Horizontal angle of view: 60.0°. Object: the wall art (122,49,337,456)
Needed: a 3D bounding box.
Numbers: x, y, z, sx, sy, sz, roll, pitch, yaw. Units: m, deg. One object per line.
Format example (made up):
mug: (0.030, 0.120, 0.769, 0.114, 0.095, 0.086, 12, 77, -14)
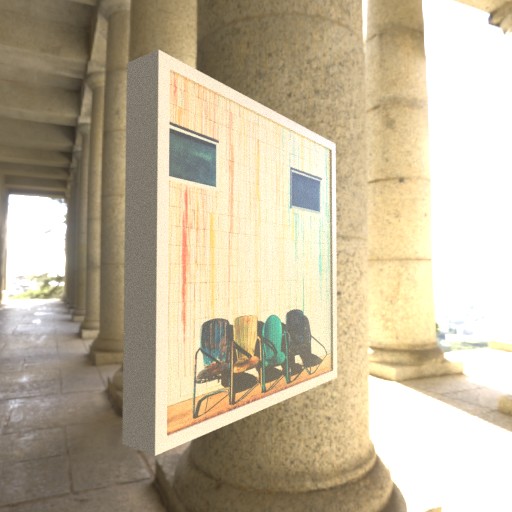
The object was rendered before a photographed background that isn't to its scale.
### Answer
wall art: (0.000, 0.000, 0.465, 0.038, 0.305, 0.305, -2, -3, 36)
